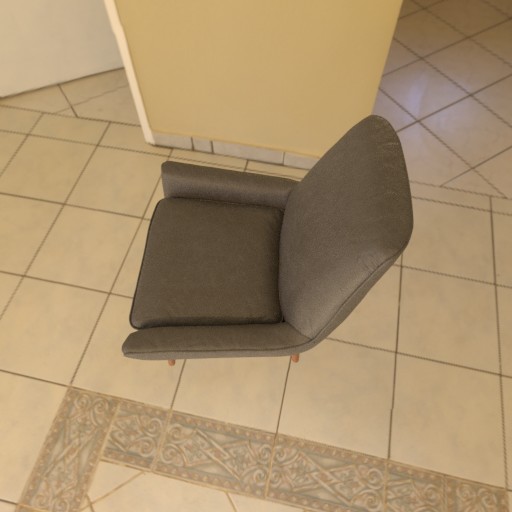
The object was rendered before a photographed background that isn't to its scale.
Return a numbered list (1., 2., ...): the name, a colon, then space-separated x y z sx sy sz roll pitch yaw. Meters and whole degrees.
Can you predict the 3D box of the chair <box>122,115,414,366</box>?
1. chair: 0.000 0.000 1.559 0.822 0.888 0.787 3 59 2
